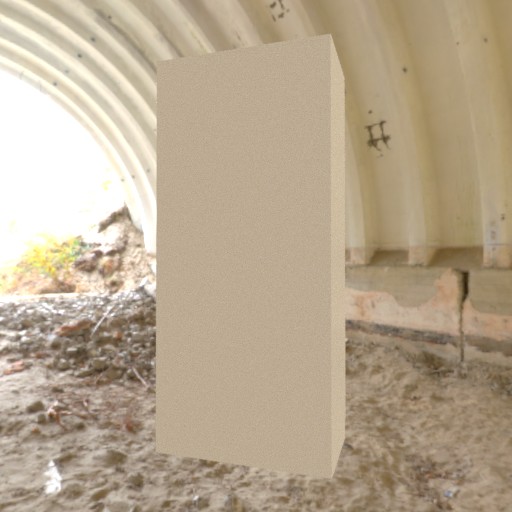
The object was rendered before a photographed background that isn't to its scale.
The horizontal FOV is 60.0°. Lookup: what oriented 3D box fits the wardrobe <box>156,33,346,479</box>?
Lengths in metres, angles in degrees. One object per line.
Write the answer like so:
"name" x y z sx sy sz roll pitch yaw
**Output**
"wardrobe" 0.000 0.000 2.033 0.760 1.700 0.470 0 -1 18
